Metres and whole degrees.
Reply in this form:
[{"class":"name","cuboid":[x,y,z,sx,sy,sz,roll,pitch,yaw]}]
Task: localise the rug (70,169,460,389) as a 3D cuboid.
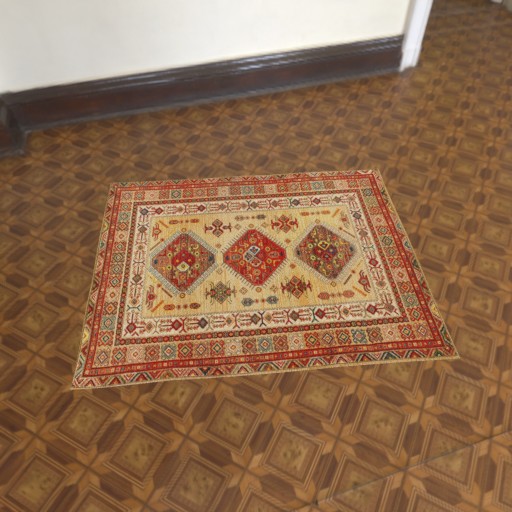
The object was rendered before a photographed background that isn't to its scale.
[{"class":"rug","cuboid":[0.000,0.000,4.257,3.067,0.005,2.460,-4,49,-3]}]
